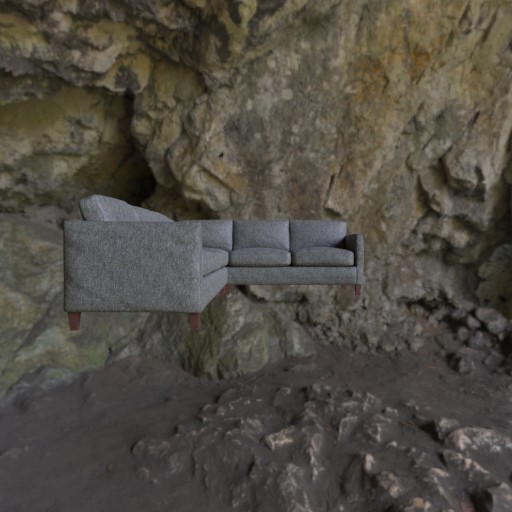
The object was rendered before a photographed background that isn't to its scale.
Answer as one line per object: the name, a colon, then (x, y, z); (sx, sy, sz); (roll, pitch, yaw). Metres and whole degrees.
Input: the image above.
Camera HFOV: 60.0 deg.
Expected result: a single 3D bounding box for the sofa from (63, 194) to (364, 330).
sofa: (0.000, 0.000, 4.511); (2.593, 0.947, 3.302); (0, 1, 0)
